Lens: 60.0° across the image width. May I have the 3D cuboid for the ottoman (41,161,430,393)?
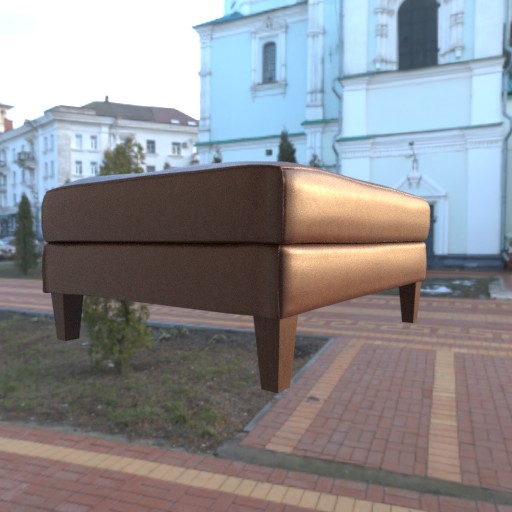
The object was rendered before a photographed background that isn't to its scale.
[{"bbox_3d":[0.000,0.000,1.405,0.836,0.472,0.987,2,3,36],"label":"ottoman"}]
